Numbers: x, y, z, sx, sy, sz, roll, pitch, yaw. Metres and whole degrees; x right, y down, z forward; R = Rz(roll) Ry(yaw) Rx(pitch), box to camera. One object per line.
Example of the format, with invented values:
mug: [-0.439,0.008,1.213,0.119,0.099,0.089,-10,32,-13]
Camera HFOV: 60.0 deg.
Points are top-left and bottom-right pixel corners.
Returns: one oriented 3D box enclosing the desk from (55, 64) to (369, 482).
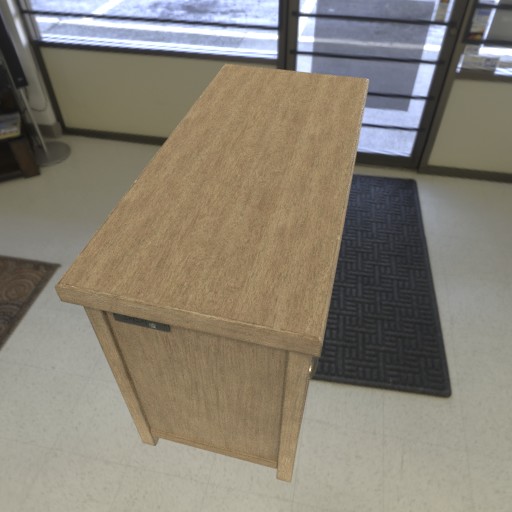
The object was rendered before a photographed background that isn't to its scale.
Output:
desk: [0.000,0.000,1.703,0.610,0.912,1.289,10,46,10]
